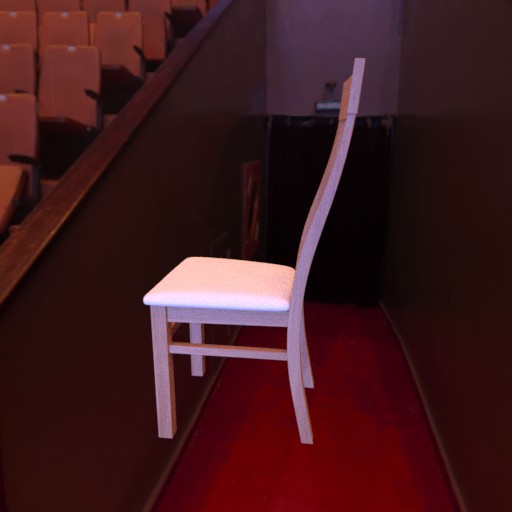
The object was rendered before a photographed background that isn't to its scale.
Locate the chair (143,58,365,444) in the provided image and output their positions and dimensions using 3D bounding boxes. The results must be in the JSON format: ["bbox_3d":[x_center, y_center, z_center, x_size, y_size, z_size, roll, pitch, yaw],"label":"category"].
[{"bbox_3d":[0.000,0.000,1.373,0.580,1.050,0.450,2,15,7],"label":"chair"}]
